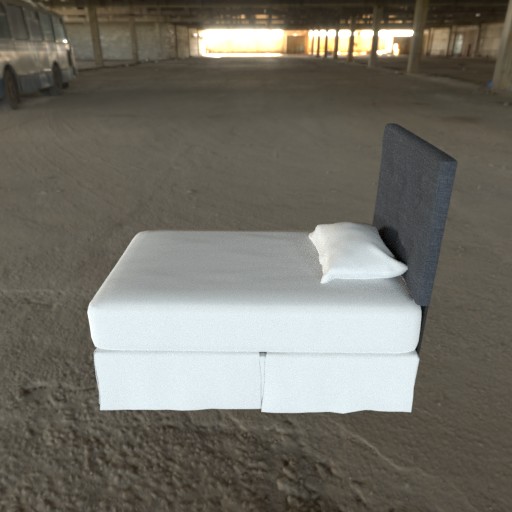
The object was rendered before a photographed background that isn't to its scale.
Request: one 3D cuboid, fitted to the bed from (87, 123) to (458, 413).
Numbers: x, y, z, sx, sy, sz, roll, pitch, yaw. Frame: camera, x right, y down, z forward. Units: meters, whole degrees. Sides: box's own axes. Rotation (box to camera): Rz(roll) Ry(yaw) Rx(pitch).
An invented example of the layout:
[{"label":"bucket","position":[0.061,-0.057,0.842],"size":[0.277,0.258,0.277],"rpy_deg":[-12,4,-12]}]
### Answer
[{"label":"bed","position":[0.000,0.000,2.977],"size":[1.997,1.571,1.261],"rpy_deg":[0,26,1]}]
